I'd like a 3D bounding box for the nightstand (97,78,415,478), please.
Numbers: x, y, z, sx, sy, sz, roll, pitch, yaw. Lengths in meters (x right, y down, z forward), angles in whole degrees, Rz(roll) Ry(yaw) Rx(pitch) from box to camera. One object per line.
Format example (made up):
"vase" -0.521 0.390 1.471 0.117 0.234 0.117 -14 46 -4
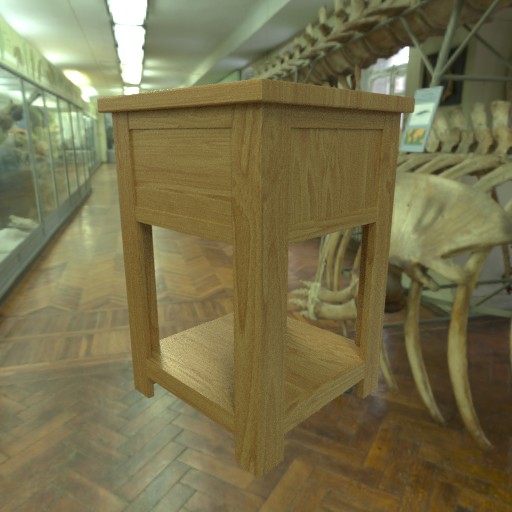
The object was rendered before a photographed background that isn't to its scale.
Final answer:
"nightstand" 0.000 0.000 0.910 0.428 0.614 0.418 14 21 43
